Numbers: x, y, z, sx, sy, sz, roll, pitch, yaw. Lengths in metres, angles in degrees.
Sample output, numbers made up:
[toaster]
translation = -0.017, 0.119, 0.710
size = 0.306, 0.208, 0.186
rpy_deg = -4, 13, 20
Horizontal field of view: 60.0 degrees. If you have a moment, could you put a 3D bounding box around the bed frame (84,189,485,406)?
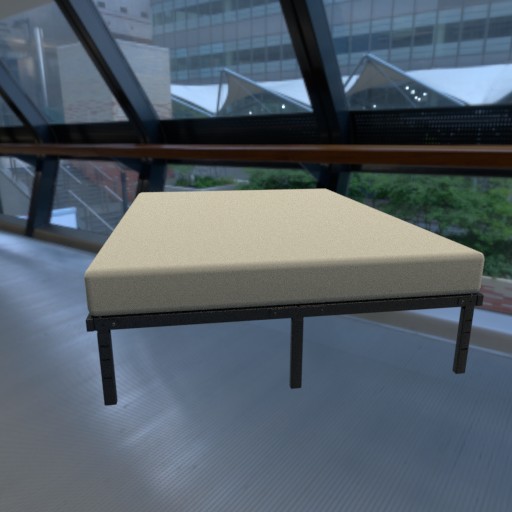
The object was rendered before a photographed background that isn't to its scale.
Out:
[bed frame]
translation = 0.000, 0.000, 3.424
size = 1.990, 0.680, 2.635
rpy_deg = -2, 16, -9
